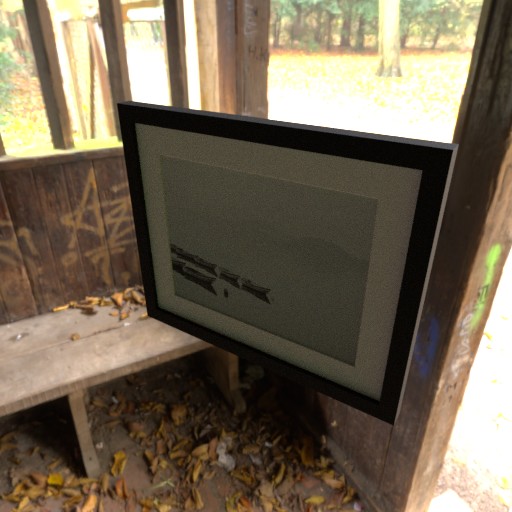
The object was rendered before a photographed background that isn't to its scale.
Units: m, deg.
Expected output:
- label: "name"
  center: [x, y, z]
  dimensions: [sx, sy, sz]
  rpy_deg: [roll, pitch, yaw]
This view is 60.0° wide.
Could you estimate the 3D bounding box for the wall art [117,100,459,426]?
- label: "wall art"
  center: [0.000, 0.000, 0.757]
  dimensions: [0.554, 0.454, 0.030]
  rpy_deg: [17, 33, 28]
